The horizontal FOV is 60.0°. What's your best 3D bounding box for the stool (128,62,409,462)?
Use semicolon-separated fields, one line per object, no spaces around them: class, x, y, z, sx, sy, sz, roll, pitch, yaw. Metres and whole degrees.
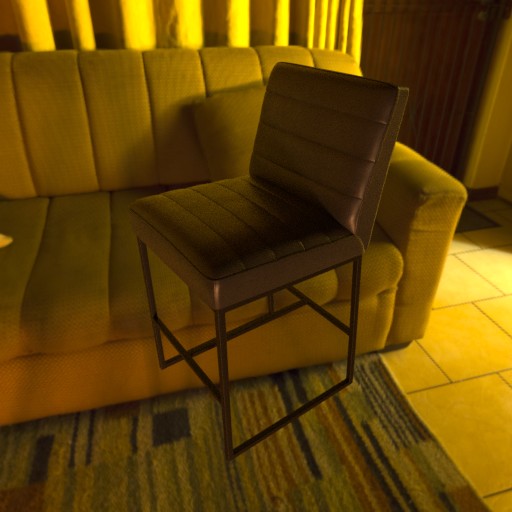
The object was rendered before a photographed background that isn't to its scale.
stool;0.000;0.000;1.251;0.552;0.938;0.457;-21;37;-30
